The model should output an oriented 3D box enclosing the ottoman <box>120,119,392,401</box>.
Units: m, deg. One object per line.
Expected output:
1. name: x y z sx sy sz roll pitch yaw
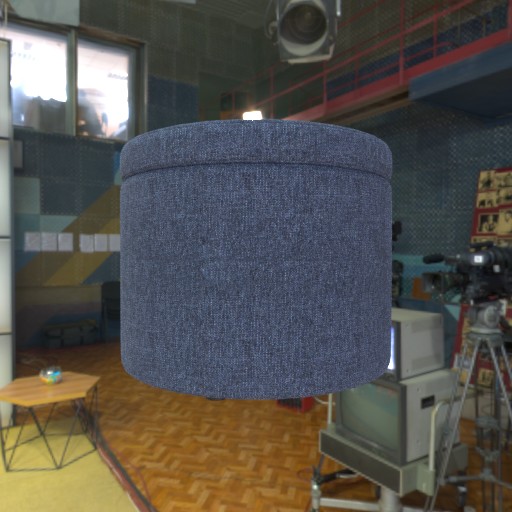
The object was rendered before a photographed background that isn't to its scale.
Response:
1. ottoman: 0.000 0.000 0.854 0.500 0.419 0.500 0 1 0
